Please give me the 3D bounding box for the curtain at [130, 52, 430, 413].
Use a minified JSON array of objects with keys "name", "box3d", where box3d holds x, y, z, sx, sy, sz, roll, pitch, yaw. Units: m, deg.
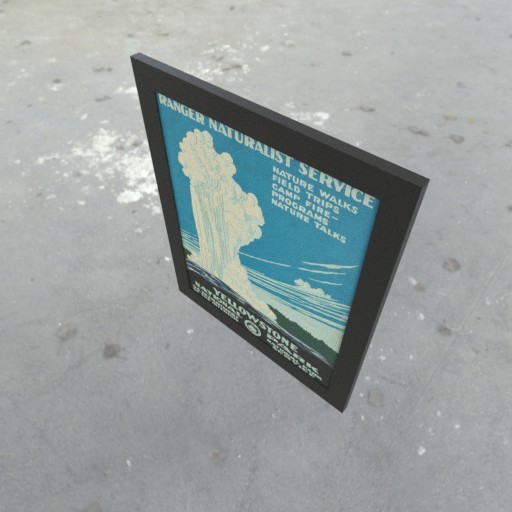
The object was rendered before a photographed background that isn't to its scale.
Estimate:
[{"name":"curtain","box3d":[0.000,0.000,0.795,0.483,0.585,0.027,32,56,26]}]
